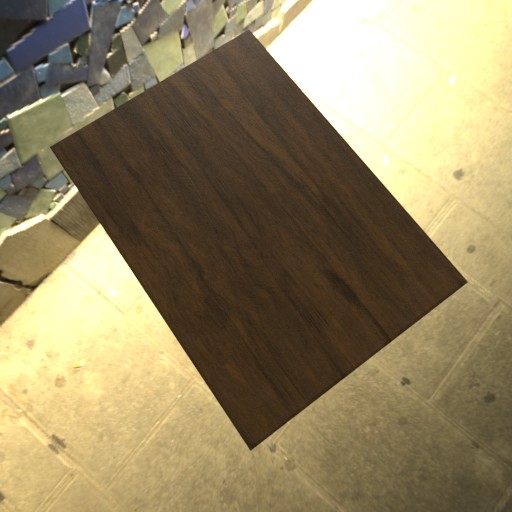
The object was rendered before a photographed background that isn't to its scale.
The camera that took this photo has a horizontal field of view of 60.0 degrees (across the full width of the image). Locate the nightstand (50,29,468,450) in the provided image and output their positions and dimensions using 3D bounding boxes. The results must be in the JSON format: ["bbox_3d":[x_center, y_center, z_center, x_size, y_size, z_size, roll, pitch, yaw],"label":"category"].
[{"bbox_3d":[0.000,0.000,1.043,0.458,0.610,0.610,-35,77,-9],"label":"nightstand"}]
